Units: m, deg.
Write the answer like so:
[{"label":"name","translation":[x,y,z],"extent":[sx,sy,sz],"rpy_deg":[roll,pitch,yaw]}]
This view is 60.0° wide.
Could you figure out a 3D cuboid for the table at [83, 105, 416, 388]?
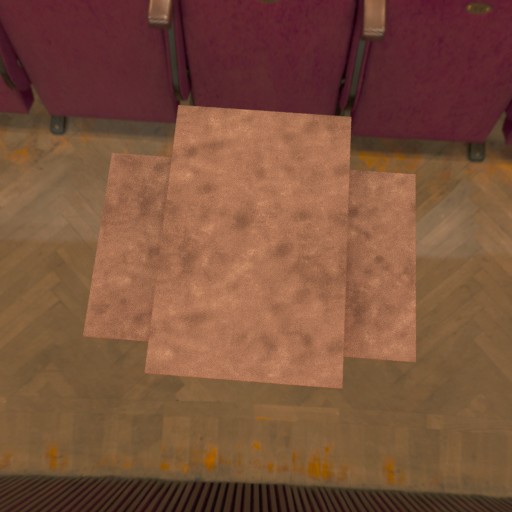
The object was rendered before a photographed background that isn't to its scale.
[{"label":"table","translation":[0.000,0.000,2.089],"extent":[1.443,0.700,1.100],"rpy_deg":[4,77,1]}]
